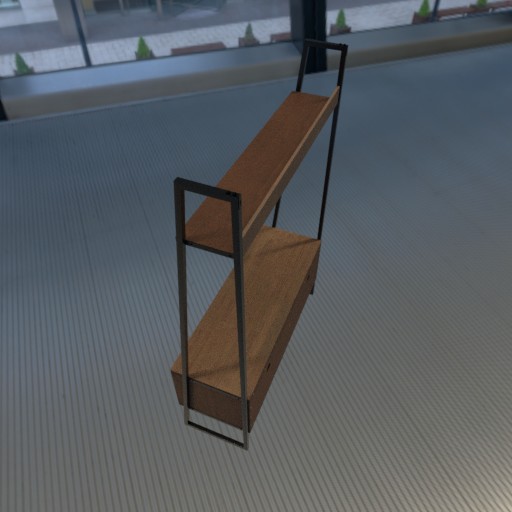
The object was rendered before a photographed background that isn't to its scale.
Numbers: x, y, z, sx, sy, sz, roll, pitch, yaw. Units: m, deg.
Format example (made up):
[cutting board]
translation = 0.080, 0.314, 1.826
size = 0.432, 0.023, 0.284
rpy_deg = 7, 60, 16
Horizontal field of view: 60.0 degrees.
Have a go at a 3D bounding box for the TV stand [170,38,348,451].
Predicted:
[TV stand]
translation = 0.000, 0.000, 2.320
size = 0.432, 1.772, 1.250
rpy_deg = 16, 47, 16
